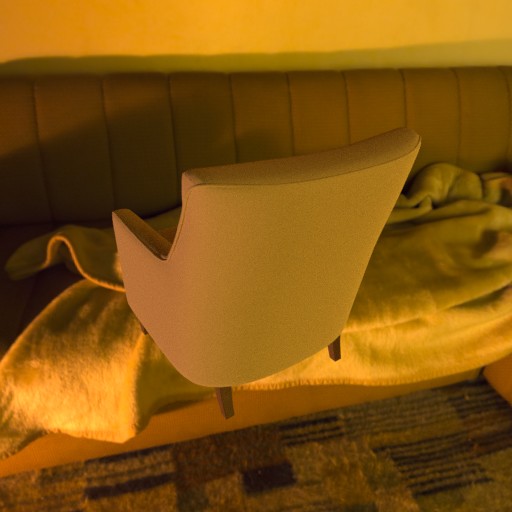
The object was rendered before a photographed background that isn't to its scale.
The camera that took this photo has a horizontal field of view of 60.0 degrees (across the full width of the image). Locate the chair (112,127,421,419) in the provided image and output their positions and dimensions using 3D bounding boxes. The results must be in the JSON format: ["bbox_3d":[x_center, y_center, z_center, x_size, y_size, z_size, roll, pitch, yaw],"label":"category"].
[{"bbox_3d":[0.000,0.000,1.571,0.756,0.916,0.879,-18,34,-29],"label":"chair"}]
